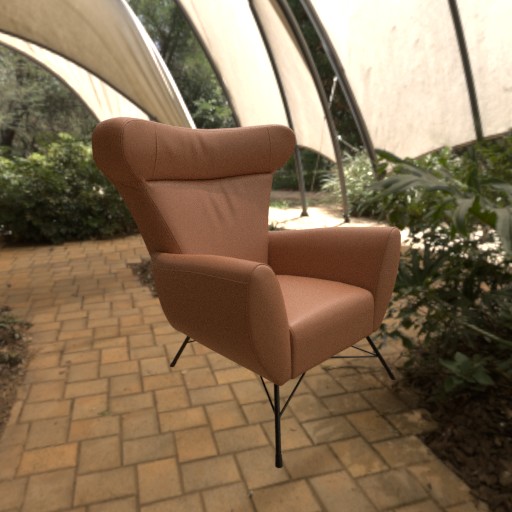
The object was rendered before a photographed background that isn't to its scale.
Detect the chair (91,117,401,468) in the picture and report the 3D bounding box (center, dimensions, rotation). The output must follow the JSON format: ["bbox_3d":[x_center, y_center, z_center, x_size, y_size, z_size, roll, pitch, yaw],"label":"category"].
[{"bbox_3d":[0.000,0.000,1.772,0.900,1.050,0.980,13,19,43],"label":"chair"}]
